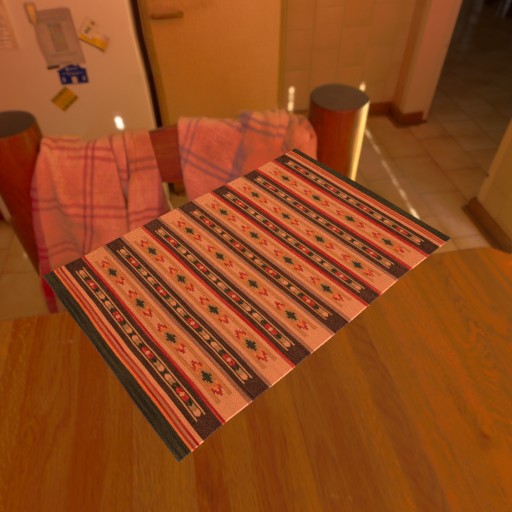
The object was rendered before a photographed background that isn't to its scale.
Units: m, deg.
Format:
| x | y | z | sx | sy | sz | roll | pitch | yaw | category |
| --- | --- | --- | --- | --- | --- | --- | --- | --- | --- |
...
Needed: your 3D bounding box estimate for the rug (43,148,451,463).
| x | y | z | sx | sy | sz | roll | pitch | yaw | category |
| --- | --- | --- | --- | --- | --- | --- | --- | --- | --- |
| 0.000 | 0.000 | 2.359 | 1.825 | 0.009 | 1.221 | -32 | 54 | -28 | rug |
